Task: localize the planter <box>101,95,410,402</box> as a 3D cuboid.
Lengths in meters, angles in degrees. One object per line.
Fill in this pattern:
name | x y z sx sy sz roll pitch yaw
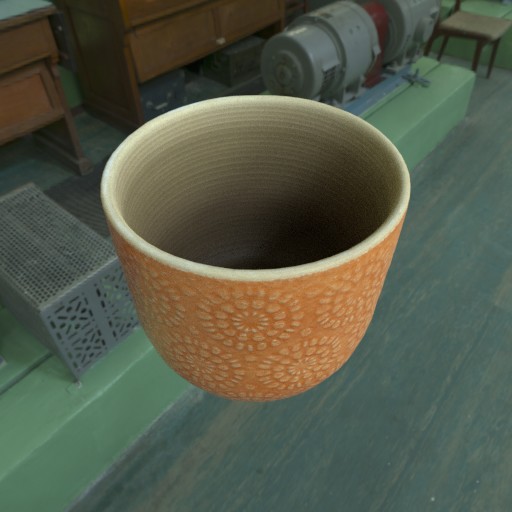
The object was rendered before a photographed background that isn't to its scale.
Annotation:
planter | 0.000 0.000 0.293 0.170 0.152 0.170 0 46 0
